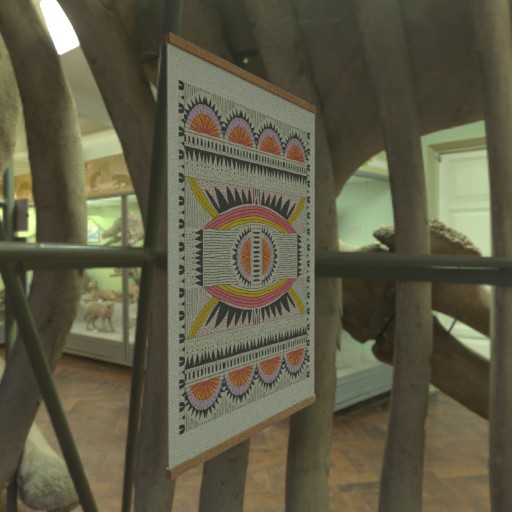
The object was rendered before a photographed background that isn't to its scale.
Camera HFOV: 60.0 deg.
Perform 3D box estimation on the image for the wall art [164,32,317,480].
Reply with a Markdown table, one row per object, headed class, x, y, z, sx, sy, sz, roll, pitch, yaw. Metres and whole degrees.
| class | x | y | z | sx | sy | sz | roll | pitch | yaw |
| --- | --- | --- | --- | --- | --- | --- | --- | --- | --- |
| wall art | 0.000 | 0.000 | 1.920 | 0.028 | 1.533 | 0.999 | 1 | 1 | 37 |
